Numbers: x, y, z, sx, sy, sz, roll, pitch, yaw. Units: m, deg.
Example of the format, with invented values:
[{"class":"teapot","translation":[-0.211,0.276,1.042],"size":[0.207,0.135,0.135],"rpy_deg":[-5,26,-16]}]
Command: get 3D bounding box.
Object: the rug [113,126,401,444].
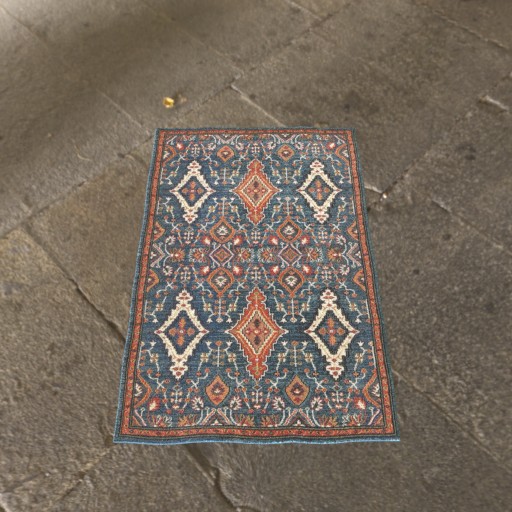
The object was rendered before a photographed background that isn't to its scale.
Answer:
[{"class":"rug","translation":[0.000,0.000,3.025],"size":[1.622,0.009,2.373],"rpy_deg":[0,62,0]}]
